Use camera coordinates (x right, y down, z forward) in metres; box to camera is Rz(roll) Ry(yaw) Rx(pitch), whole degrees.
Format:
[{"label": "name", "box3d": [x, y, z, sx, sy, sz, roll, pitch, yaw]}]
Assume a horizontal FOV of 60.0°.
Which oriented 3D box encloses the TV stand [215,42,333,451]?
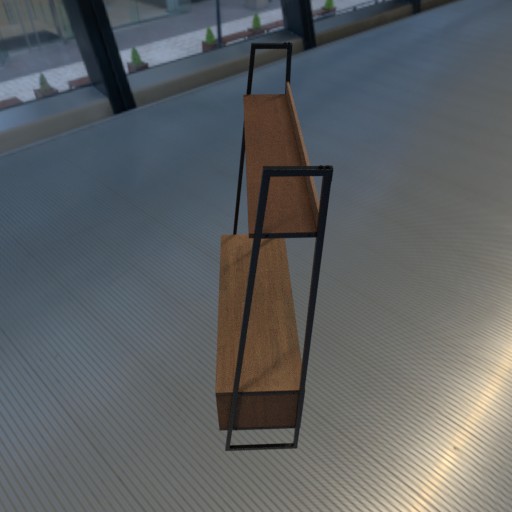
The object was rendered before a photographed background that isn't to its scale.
[{"label": "TV stand", "box3d": [0.000, 0.000, 2.349, 0.432, 1.772, 1.250, -1, 41, -2]}]
